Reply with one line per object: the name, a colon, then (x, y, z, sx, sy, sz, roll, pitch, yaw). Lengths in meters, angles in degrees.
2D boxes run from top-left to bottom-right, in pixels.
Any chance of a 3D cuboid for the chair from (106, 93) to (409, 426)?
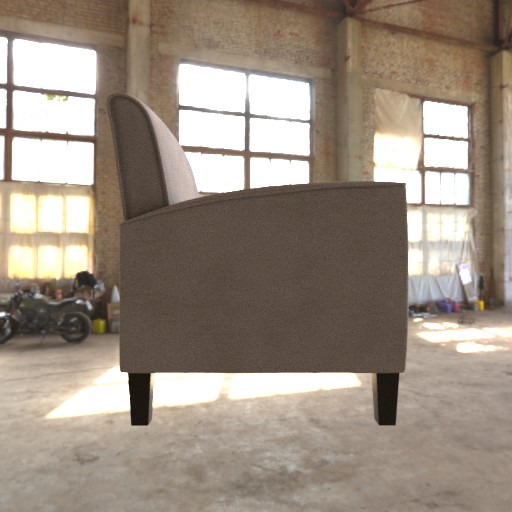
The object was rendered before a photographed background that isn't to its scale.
chair: (0.000, 0.000, 1.562, 0.821, 0.915, 0.820, 0, -1, 0)
